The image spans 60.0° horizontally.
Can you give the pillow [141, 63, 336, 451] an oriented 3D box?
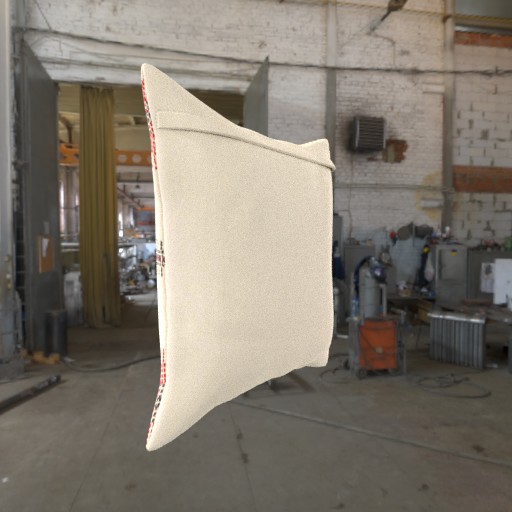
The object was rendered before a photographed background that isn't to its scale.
[{"bbox_3d":[0.000,0.000,0.705,0.160,0.454,0.463,1,2,36],"label":"pillow"}]
